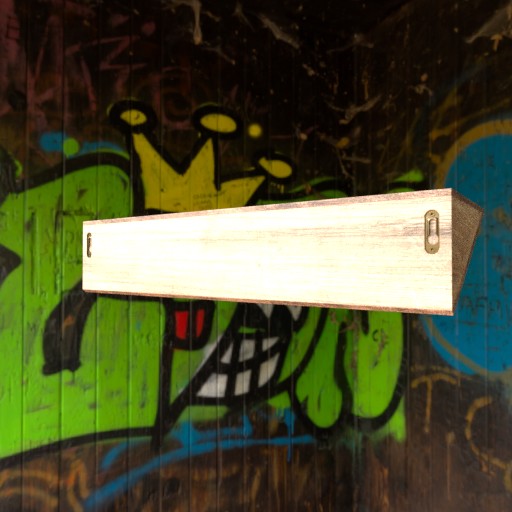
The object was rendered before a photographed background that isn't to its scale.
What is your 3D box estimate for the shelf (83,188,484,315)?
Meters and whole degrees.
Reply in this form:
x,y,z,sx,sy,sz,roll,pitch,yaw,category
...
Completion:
x,y,z,sx,sy,sz,roll,pitch,yaw,category
0.000,0.000,0.690,0.610,0.125,0.200,-1,-1,35,shelf
